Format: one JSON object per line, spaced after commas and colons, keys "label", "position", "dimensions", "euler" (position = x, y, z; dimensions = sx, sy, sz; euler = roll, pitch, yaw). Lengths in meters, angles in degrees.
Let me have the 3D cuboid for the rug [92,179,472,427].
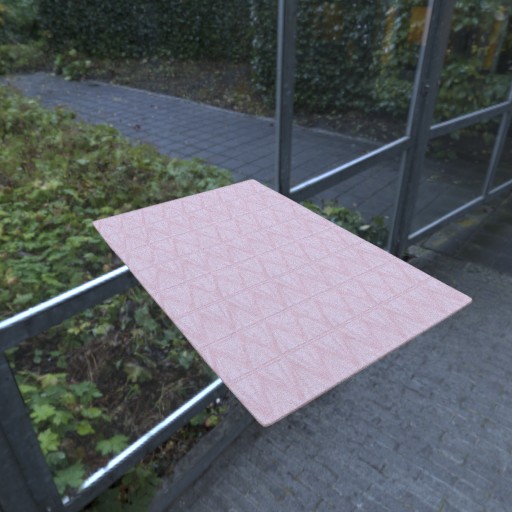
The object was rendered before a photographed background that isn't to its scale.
{"label": "rug", "position": [0.000, 0.000, 3.152], "dimensions": [1.609, 0.015, 2.390], "euler": [-20, 37, -29]}
